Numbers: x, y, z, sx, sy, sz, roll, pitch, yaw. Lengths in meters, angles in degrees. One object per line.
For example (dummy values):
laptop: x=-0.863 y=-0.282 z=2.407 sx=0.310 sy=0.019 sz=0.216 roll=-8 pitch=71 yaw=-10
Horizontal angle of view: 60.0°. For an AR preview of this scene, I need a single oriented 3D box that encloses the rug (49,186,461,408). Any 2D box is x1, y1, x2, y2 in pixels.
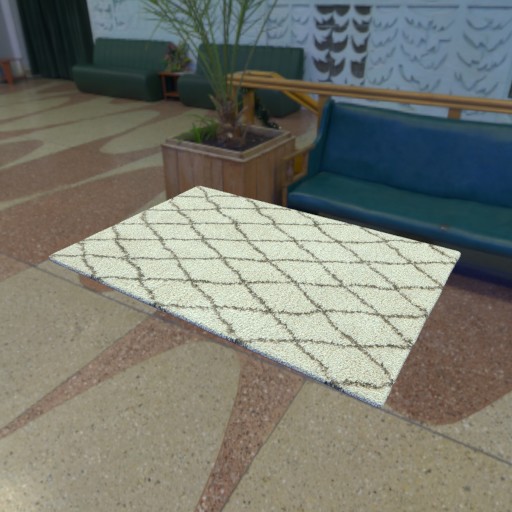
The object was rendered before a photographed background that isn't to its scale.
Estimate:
rug: x=0.000 y=0.000 z=2.309 sx=1.778 sy=0.030 sz=1.219 roll=18 pitch=34 yaw=28
